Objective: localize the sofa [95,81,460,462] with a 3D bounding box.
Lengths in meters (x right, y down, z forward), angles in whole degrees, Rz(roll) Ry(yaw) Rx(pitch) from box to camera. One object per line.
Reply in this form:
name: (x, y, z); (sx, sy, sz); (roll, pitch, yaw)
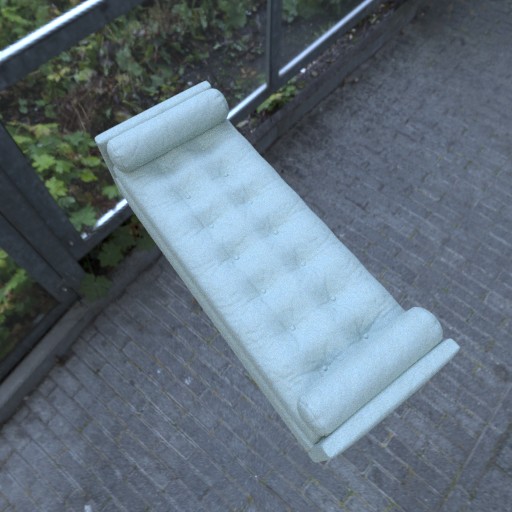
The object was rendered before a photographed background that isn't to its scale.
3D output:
sofa: (0.000, 0.000, 2.517); (0.796, 0.705, 2.102); (-33, 68, -15)
